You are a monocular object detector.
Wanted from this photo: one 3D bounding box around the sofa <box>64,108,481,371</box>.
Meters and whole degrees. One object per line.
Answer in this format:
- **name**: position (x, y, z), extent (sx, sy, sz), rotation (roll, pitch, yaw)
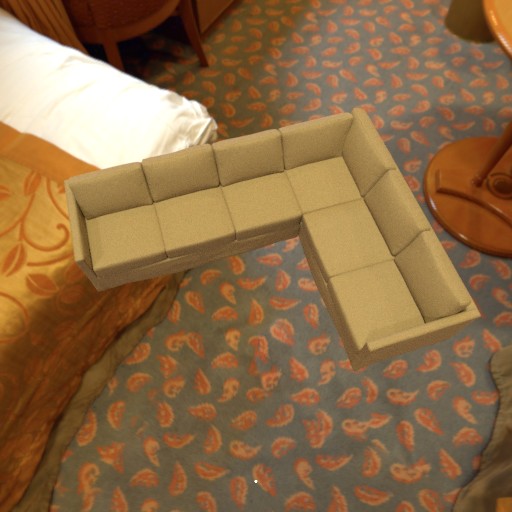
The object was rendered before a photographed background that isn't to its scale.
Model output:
- **sofa**: position (0.000, 0.000, 4.203), extent (3.182, 0.871, 2.432), rotation (-15, 64, -8)
